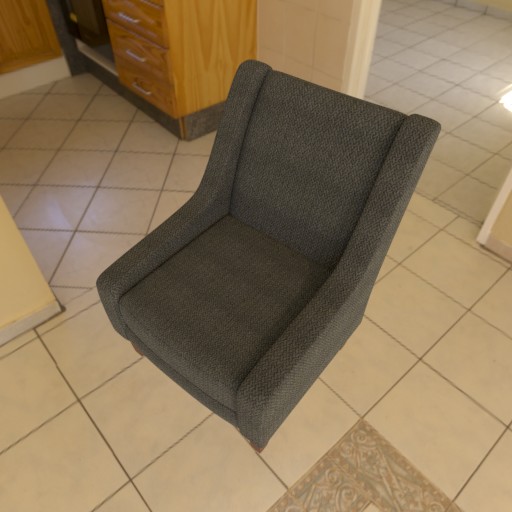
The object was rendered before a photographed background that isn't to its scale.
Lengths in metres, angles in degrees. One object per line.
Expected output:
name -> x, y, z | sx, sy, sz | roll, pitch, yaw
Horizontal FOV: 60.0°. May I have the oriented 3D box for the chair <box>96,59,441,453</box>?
chair -> 0.000, 0.000, 1.674 | 0.793, 1.012, 0.944 | 30, 53, 26
